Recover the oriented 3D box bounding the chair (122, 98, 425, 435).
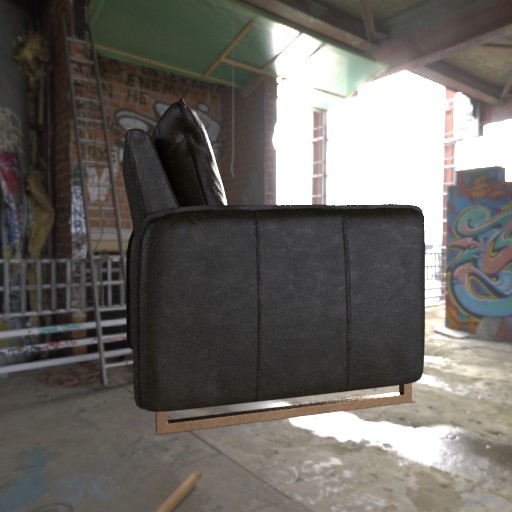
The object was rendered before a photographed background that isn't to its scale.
[{"bbox_3d":[0.000,0.000,1.611,0.921,0.921,0.830,-1,2,-18],"label":"chair"}]
